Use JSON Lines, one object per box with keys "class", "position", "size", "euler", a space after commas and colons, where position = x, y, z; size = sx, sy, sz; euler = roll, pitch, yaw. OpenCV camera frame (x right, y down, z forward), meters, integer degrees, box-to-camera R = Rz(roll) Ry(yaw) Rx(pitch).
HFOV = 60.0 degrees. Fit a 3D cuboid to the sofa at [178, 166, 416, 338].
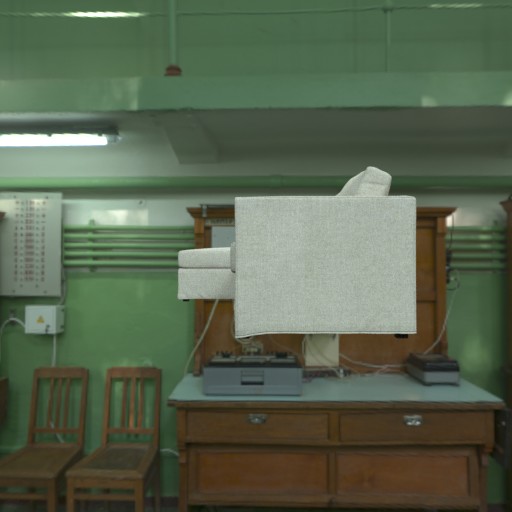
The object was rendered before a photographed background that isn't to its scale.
{"class": "sofa", "position": [0.000, 0.000, 3.829], "size": [1.650, 0.922, 3.205], "euler": [0, -1, 0]}
